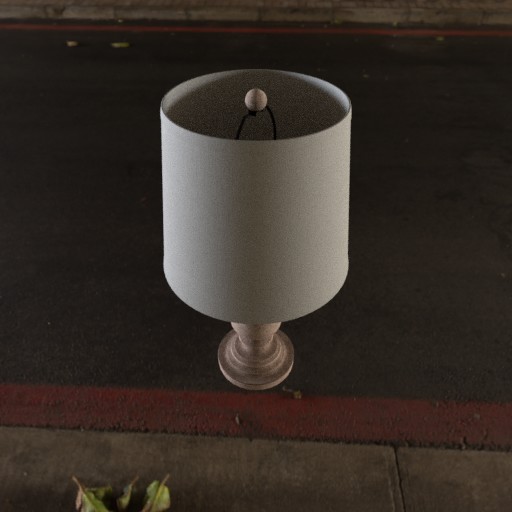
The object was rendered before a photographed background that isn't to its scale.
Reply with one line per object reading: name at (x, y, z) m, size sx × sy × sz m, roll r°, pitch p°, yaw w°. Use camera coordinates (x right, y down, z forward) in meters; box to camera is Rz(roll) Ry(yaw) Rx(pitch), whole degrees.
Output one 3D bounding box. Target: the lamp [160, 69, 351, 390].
lamp at (0.000, 0.000, 0.665) m, size 0.273 × 0.497 × 0.273 m, roll 0°, pitch 40°, yaw 0°
